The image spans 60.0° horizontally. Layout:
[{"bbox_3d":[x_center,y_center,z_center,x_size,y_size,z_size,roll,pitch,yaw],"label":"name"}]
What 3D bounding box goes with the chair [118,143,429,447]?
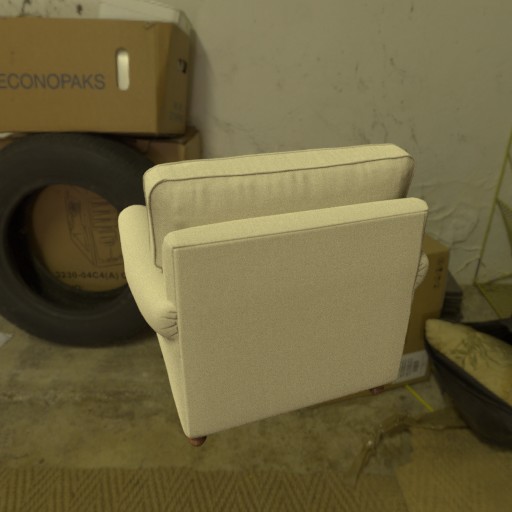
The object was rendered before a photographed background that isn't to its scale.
[{"bbox_3d":[0.000,0.000,1.792,1.029,0.967,0.966,-9,28,-18],"label":"chair"}]
